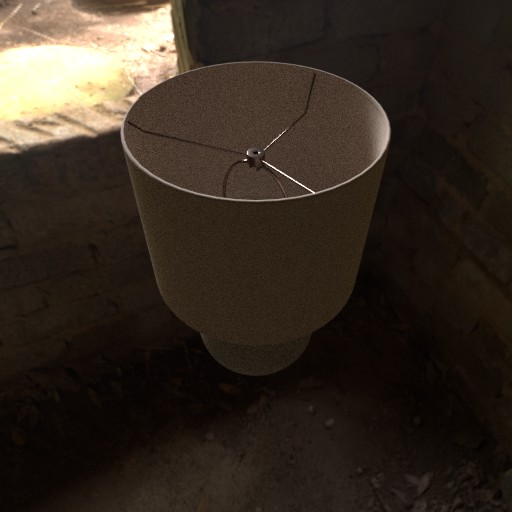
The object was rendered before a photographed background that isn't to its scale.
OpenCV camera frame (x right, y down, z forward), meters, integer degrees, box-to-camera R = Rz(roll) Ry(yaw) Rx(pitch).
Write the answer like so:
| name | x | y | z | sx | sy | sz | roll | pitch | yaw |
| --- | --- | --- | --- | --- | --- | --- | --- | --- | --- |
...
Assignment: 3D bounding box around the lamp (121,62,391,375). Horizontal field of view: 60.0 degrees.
| name | x | y | z | sx | sy | sz | roll | pitch | yaw |
| --- | --- | --- | --- | --- | --- | --- | --- | --- | --- |
| lamp | 0.000 | 0.000 | 0.597 | 0.269 | 0.409 | 0.269 | 25 | 51 | 21 |
